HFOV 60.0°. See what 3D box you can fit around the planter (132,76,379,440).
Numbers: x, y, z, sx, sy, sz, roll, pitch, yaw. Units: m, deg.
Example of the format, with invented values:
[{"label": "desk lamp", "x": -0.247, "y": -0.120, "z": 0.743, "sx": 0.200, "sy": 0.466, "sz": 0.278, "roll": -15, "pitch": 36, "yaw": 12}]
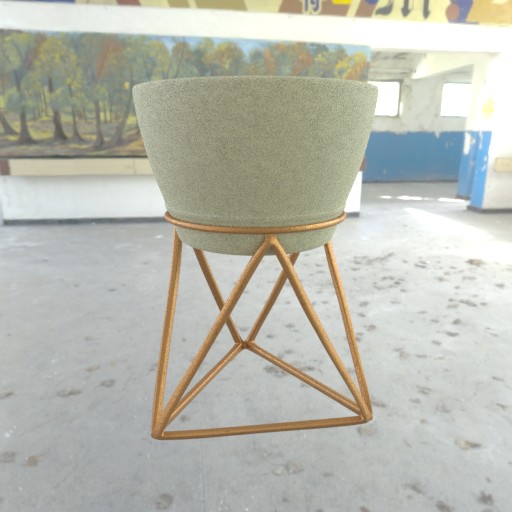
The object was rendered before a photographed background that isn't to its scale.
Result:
[{"label": "planter", "x": 0.000, "y": 0.000, "z": 0.716, "sx": 0.350, "sy": 0.504, "sz": 0.350, "roll": -2, "pitch": 16, "yaw": -8}]
